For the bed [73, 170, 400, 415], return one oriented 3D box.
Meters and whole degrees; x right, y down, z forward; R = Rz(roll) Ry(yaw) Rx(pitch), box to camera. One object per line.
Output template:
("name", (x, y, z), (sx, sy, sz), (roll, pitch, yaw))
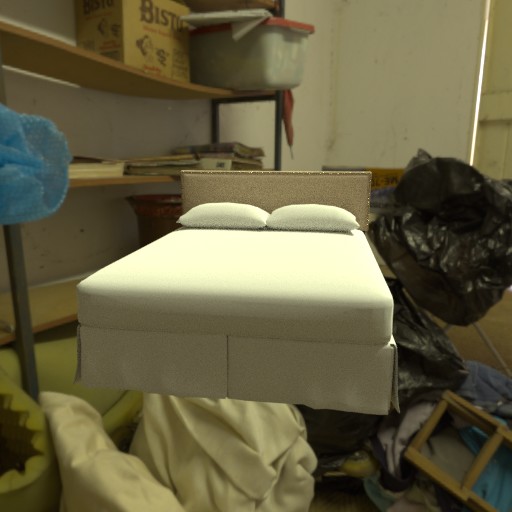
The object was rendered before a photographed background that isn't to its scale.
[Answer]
("bed", (0.000, 0.000, 2.902), (1.616, 1.016, 1.876), (2, 13, 9))
